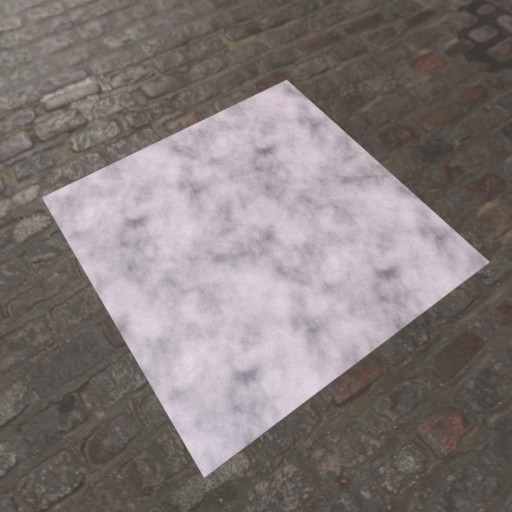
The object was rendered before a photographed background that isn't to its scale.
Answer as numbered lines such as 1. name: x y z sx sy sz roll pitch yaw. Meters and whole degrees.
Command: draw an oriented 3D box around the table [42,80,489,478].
1. table: 0.000 0.000 1.360 0.890 0.305 0.890 -31 65 -17
